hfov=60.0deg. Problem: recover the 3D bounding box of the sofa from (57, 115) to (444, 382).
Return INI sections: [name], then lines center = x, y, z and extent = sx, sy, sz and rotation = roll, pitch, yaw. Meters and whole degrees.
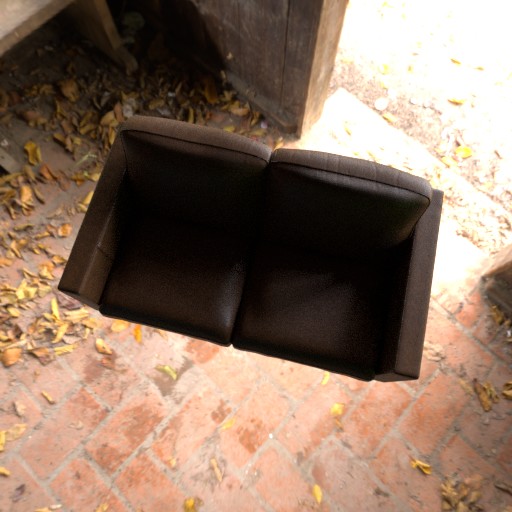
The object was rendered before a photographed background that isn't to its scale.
[sofa]
center = 0.000, 0.000, 2.174
extent = 1.578, 0.951, 0.909
rotation = 13, 73, 4
